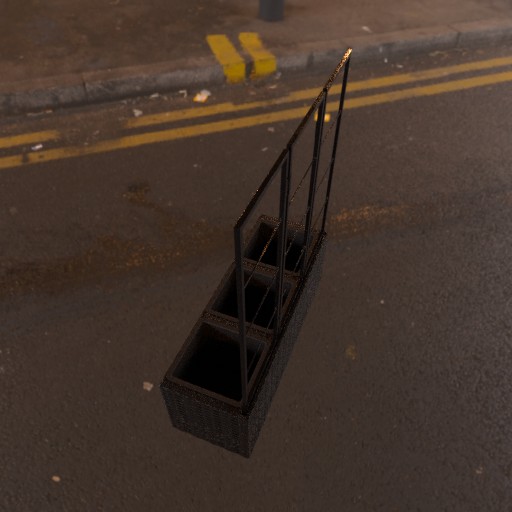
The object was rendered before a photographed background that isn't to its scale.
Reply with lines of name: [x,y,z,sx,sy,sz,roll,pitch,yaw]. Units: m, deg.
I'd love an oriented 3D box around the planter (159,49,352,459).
planter: [0.000,0.000,1.161,0.244,0.841,0.698,16,49,15]
